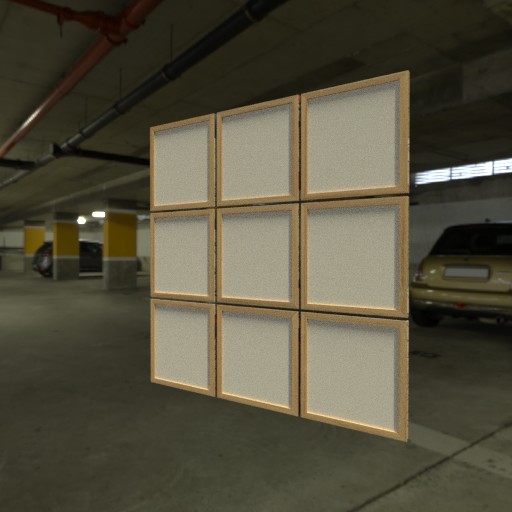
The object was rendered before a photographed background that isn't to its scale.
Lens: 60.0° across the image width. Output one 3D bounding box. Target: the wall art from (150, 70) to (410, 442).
[{"bbox_3d":[0.000,0.000,1.345,0.904,0.913,0.013,0,1,34],"label":"wall art"}]
